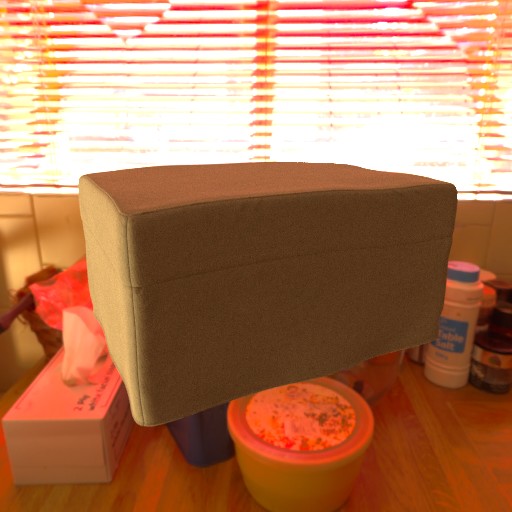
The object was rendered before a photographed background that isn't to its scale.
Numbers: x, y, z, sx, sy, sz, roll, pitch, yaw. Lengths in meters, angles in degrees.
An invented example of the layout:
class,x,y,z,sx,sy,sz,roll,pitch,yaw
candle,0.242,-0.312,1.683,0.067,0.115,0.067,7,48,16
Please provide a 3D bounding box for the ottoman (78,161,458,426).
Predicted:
class,x,y,z,sx,sy,sz,roll,pitch,yaw
ottoman,0.000,0.000,1.237,0.833,0.461,0.648,-9,19,-26
